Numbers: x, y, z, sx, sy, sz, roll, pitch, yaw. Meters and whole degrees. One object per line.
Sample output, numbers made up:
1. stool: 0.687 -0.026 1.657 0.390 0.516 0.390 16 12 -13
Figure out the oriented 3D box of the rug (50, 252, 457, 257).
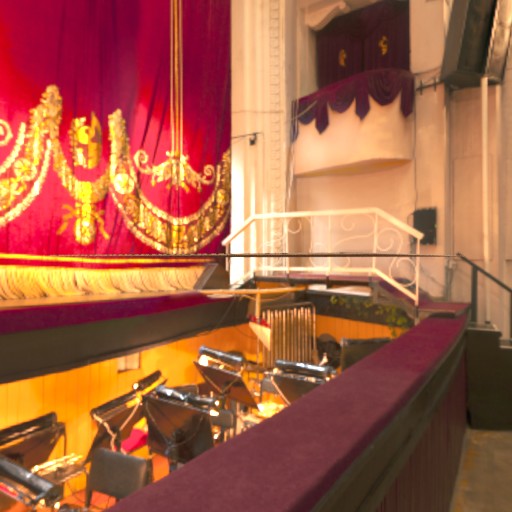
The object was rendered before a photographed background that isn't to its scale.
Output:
1. rug: 0.000 0.000 2.037 1.556 0.006 1.146 0 -1 36
